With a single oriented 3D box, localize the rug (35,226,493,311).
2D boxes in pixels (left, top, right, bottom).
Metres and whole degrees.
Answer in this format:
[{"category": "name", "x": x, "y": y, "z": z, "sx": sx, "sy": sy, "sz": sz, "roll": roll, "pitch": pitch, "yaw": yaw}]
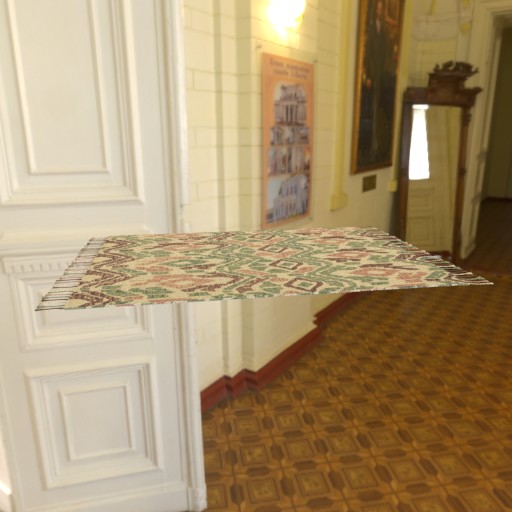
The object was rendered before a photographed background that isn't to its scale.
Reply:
[{"category": "rug", "x": 0.000, "y": 0.000, "z": 2.285, "sx": 1.829, "sy": 0.010, "sz": 1.219, "roll": -3, "pitch": 16, "yaw": -10}]
